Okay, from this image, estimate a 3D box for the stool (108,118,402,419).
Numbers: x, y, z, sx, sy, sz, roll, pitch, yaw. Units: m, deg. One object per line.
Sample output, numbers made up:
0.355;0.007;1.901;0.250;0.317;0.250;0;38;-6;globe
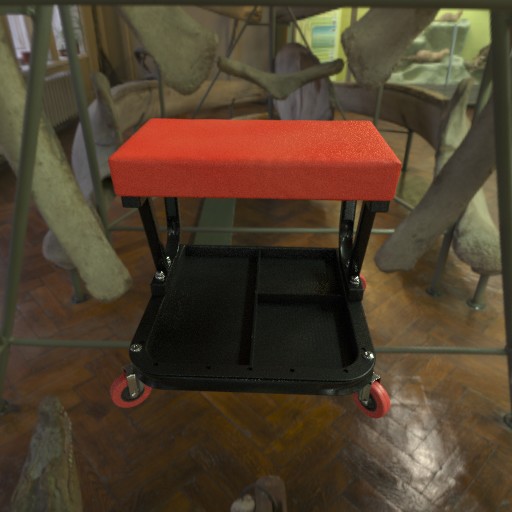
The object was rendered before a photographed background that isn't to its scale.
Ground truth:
0.000;0.000;0.718;0.446;0.380;0.371;1;30;2;stool
